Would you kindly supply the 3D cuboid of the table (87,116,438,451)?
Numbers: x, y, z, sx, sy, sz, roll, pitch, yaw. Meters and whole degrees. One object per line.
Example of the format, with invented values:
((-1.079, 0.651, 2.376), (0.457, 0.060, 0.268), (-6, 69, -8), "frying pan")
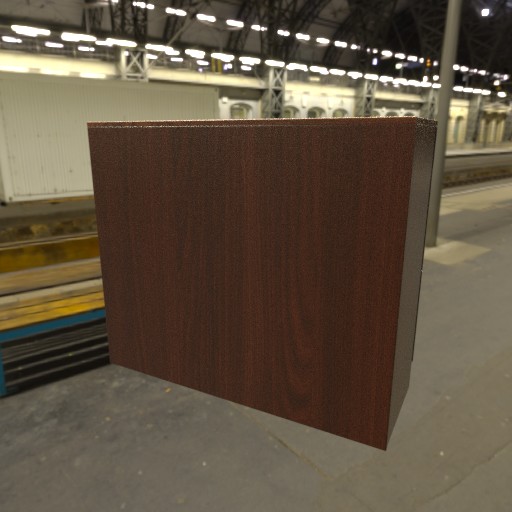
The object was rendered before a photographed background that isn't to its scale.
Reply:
((0.000, 0.000, 1.360), (0.930, 0.790, 0.380), (8, 17, 27), "table")
